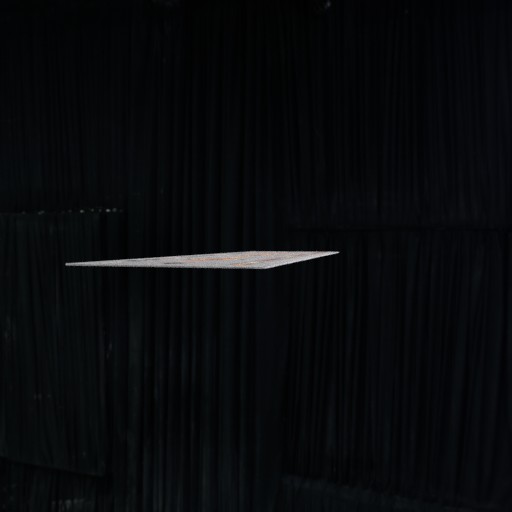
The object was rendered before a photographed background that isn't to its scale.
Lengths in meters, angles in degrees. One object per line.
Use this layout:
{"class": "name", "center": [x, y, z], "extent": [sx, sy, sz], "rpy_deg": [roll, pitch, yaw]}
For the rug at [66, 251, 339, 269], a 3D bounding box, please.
{"class": "rug", "center": [0.000, 0.000, 2.699], "extent": [0.766, 0.008, 2.432], "rpy_deg": [0, 2, 16]}
